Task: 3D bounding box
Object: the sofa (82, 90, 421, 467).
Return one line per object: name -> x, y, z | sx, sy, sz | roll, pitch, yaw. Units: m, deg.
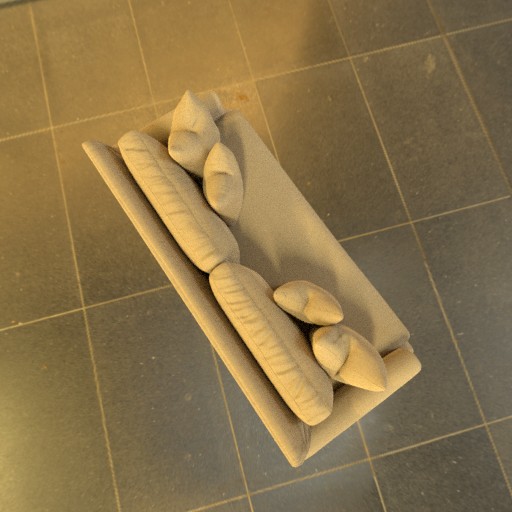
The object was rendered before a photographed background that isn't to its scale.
sofa -> 0.000, 0.000, 2.835 | 1.067, 0.904, 2.285 | -34, 79, -8
